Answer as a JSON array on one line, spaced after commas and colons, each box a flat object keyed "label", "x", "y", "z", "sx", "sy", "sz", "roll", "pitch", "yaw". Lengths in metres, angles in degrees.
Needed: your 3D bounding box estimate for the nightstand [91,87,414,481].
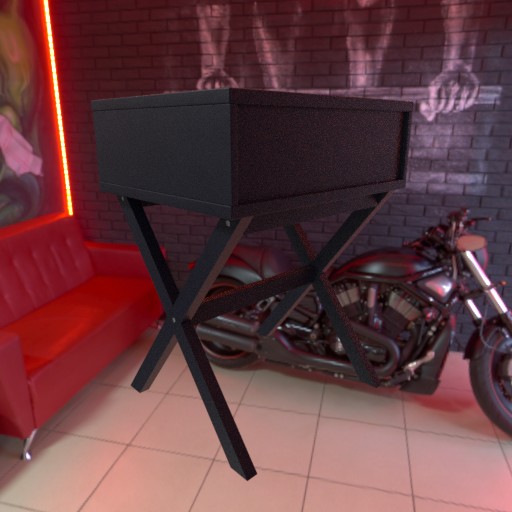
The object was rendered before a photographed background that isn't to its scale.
[{"label": "nightstand", "x": 0.000, "y": 0.000, "z": 0.942, "sx": 0.479, "sy": 0.623, "sz": 0.402, "roll": -15, "pitch": 22, "yaw": -42}]
